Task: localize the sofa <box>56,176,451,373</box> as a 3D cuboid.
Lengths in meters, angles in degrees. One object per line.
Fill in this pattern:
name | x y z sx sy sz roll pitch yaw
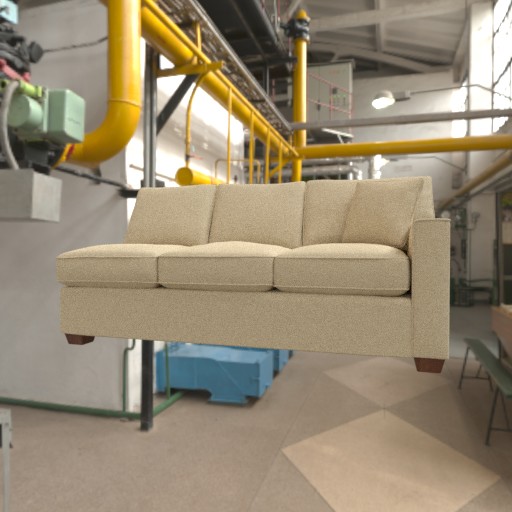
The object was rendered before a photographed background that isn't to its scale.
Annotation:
sofa | 0.000 0.000 2.547 1.963 0.946 1.034 0 1 17
